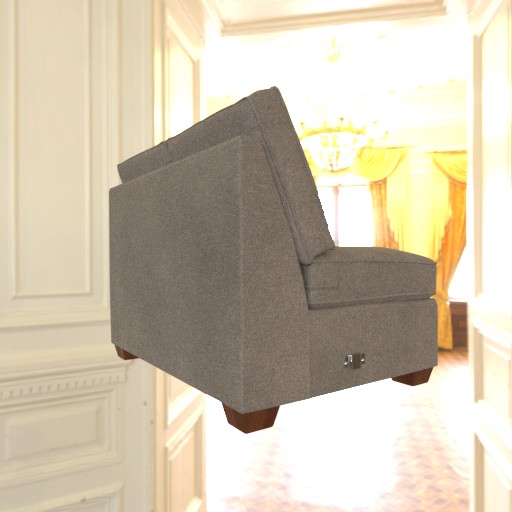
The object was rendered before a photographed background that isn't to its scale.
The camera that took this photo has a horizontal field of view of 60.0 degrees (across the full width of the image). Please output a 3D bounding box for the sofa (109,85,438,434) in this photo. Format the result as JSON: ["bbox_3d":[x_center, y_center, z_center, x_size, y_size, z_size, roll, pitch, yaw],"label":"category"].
[{"bbox_3d":[0.000,0.000,1.982,0.951,1.008,1.237,0,0,-35],"label":"sofa"}]
